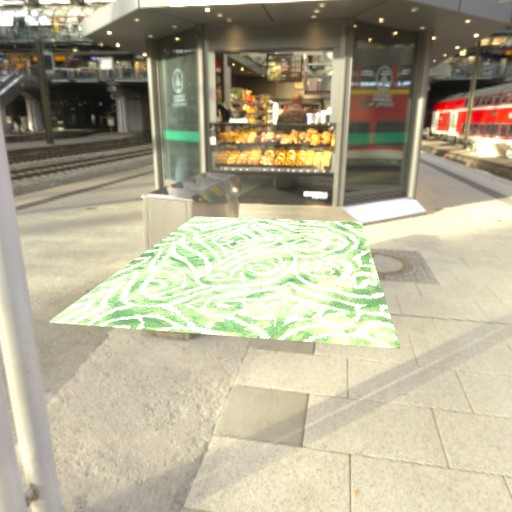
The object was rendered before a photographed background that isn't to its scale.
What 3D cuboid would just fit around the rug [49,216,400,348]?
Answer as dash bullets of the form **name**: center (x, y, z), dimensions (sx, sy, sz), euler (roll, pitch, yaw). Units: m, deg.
- **rug**: center (0.000, 0.000, 2.364), dimensions (1.220, 0.006, 1.826), euler (3, 17, 9)
